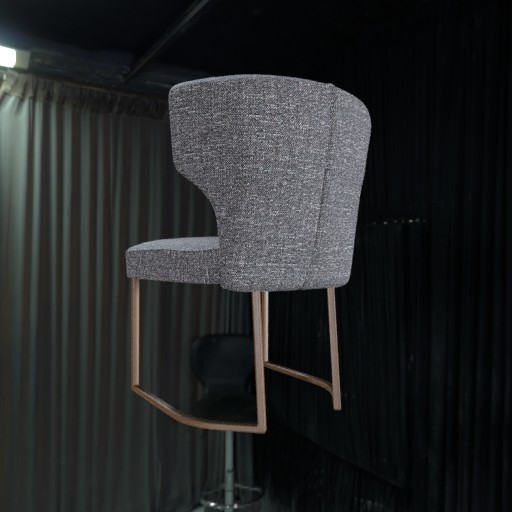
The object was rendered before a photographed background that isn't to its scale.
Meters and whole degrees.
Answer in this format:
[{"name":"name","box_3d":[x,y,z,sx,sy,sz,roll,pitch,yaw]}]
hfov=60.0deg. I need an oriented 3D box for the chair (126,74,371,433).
[{"name":"chair","box_3d":[0.000,0.000,1.271,0.611,0.824,0.617,0,0,-36]}]
